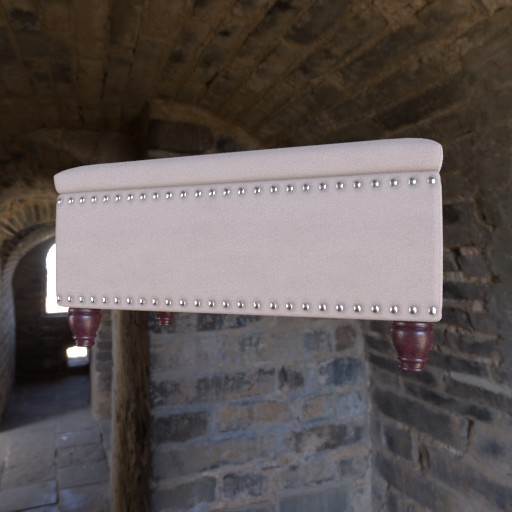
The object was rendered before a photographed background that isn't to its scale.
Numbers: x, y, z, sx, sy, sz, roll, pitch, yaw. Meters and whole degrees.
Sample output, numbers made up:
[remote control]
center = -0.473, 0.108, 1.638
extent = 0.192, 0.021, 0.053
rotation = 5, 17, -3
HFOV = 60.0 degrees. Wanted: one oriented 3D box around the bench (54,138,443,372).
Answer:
[bench]
center = 0.000, 0.000, 1.174
extent = 0.887, 0.449, 0.500
rotation = 0, -1, 19
